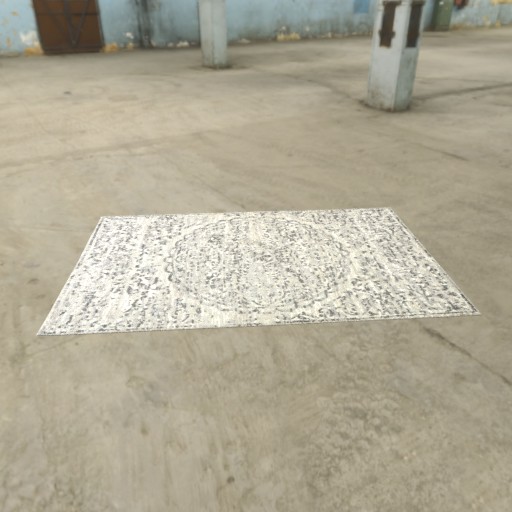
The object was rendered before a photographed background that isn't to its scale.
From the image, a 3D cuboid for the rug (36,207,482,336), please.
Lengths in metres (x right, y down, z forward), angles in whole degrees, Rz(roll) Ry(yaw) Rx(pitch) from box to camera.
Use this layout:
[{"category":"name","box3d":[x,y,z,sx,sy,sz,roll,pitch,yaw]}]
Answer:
[{"category":"rug","box3d":[0.000,0.000,3.087,2.447,0.021,1.527,-2,30,-4]}]
